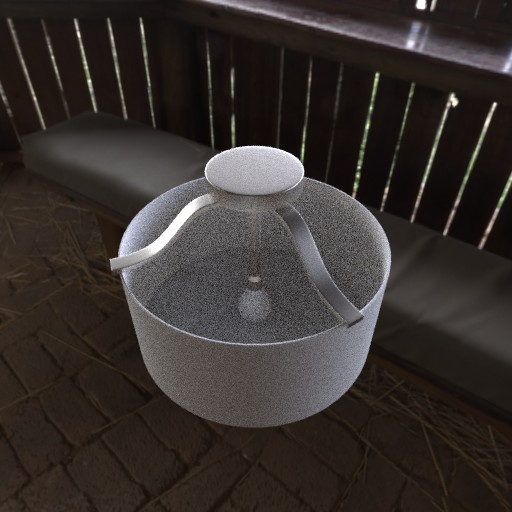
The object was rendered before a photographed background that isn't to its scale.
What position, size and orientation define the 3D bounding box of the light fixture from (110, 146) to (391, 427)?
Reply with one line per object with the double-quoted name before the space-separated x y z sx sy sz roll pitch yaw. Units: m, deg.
"light fixture" 0.000 0.000 0.666 0.395 0.304 0.395 0 41 0
